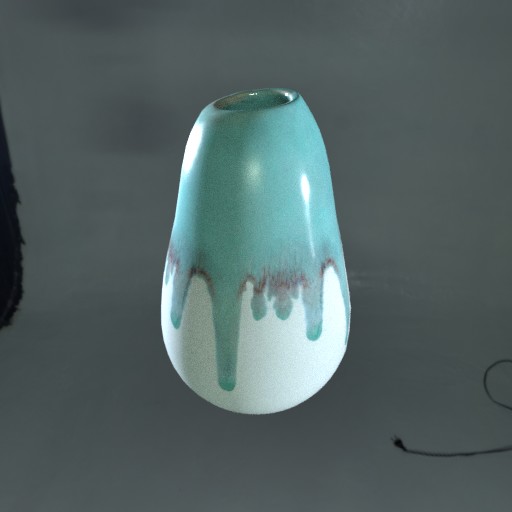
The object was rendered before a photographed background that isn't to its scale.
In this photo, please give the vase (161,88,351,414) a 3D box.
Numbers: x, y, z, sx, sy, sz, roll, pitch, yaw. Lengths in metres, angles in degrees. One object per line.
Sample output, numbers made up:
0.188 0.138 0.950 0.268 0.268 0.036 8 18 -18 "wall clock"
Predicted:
0.000 0.000 0.257 0.116 0.179 0.116 0 30 0 "vase"
